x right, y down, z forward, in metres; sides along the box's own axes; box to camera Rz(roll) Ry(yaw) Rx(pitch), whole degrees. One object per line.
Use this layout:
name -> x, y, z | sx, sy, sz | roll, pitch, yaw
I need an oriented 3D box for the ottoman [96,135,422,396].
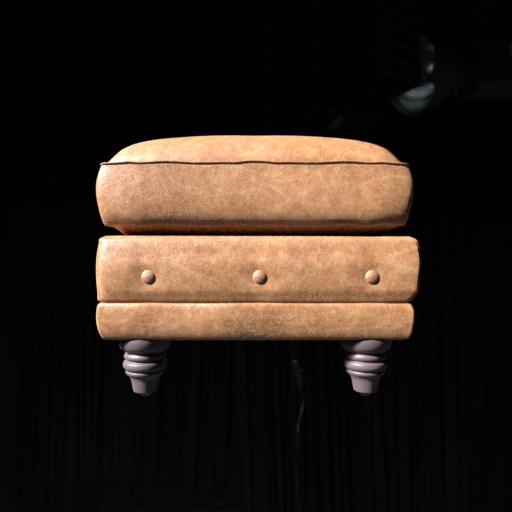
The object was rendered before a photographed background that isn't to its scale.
ottoman -> 0.000, 0.000, 1.057 | 0.533, 0.480, 0.710 | 0, 0, 0
